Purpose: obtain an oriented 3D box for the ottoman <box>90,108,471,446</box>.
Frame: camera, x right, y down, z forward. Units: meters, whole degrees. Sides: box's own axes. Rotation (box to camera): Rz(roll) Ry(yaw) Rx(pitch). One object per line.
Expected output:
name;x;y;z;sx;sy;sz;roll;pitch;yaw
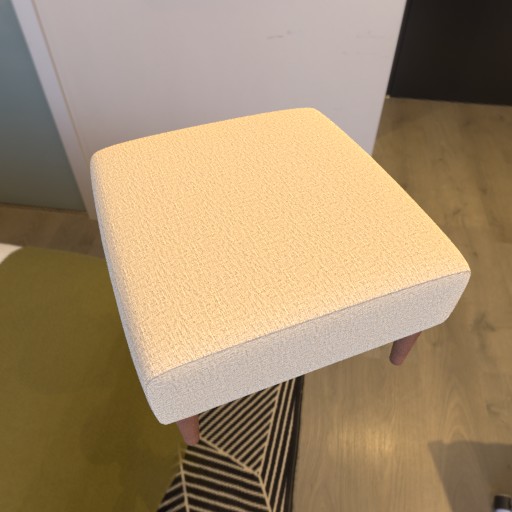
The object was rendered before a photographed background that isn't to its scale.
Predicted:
ottoman;0.000;0.000;1.052;0.649;0.398;0.650;-16;48;-15
